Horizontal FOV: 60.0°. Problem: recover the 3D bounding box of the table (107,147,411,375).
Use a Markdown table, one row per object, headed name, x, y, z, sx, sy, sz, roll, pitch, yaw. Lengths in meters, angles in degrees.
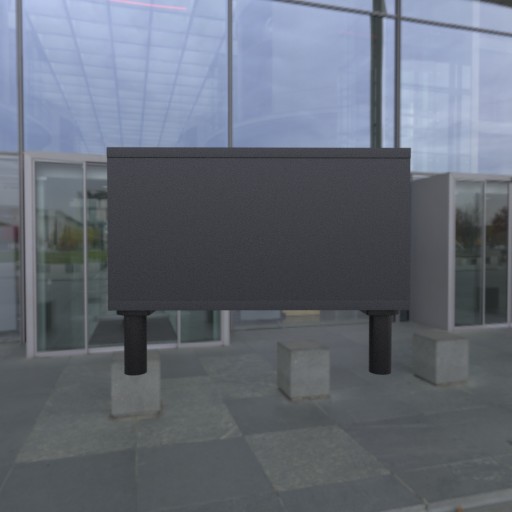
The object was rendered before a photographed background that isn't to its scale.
| name | x | y | z | sx | sy | sz | roll | pitch | yaw |
| --- | --- | --- | --- | --- | --- | --- | --- | --- | --- |
| table | 0.000 | 0.000 | 1.318 | 0.550 | 0.400 | 1.100 | 0 | 1 | -1 |
